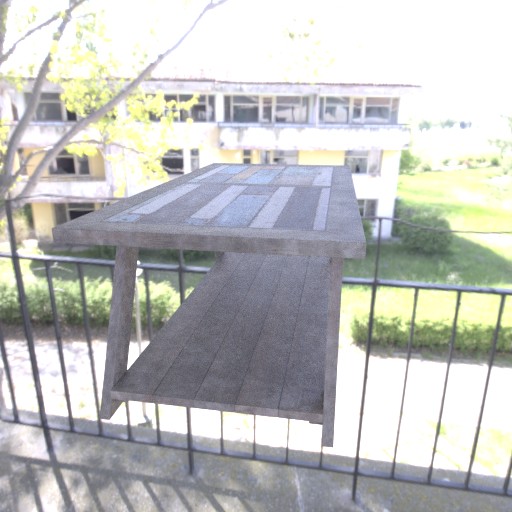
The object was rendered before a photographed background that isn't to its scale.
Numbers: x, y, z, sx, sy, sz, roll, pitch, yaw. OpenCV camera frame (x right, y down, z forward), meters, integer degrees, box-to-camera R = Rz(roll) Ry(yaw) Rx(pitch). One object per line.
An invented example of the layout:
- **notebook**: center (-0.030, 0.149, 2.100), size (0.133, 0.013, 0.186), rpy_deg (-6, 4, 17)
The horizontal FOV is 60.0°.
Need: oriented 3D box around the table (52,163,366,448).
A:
- **table**: center (0.000, 0.000, 1.472), size (0.610, 0.470, 1.219), rpy_deg (3, 18, 10)
